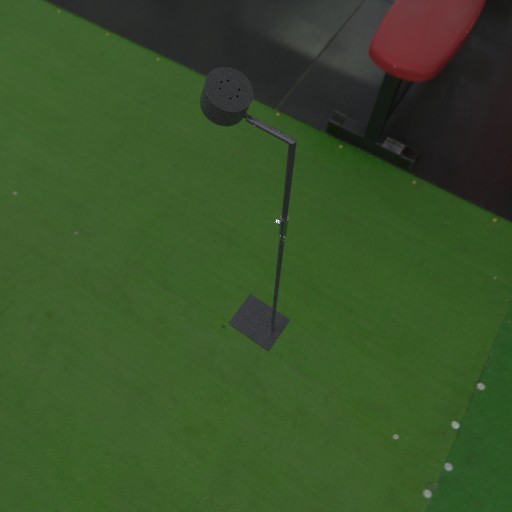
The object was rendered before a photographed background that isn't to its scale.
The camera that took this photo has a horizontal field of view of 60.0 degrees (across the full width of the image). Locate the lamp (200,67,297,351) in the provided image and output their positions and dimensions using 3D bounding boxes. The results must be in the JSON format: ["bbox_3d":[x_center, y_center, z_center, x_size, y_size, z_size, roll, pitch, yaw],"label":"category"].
[{"bbox_3d":[0.000,0.000,1.702,0.304,1.600,0.203,32,68,15],"label":"lamp"}]
